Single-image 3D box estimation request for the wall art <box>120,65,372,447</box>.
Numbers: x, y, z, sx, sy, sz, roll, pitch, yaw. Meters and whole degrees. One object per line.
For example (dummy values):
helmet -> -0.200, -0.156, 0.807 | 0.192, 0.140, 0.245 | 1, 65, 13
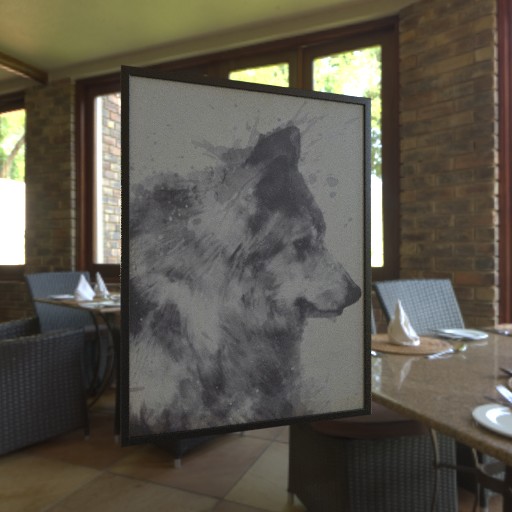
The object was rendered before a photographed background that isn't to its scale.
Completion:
wall art -> 0.000, 0.000, 1.376 | 0.804, 1.061, 0.039 | 0, 0, -19
